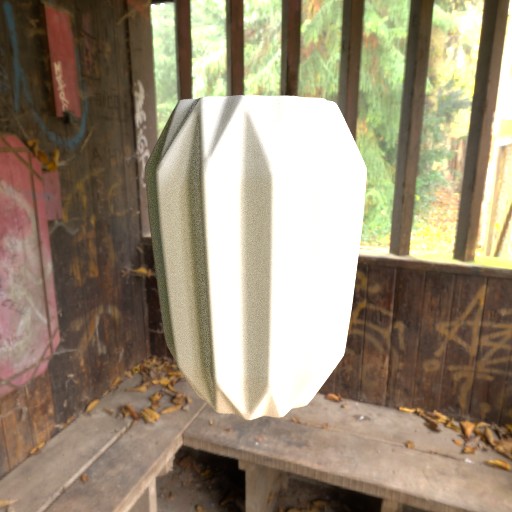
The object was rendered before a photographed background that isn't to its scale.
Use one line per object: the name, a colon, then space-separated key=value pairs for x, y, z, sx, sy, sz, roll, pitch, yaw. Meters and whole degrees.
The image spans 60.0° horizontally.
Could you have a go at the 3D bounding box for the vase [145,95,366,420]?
vase: x=0.000 y=0.000 z=0.417 sx=0.195 sy=0.275 sz=0.195 roll=0 pitch=15 yaw=0
